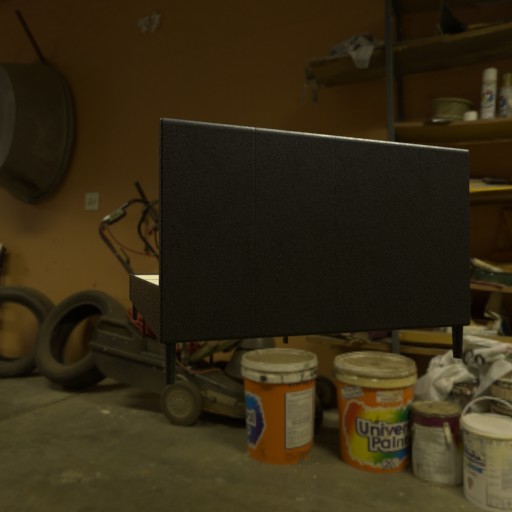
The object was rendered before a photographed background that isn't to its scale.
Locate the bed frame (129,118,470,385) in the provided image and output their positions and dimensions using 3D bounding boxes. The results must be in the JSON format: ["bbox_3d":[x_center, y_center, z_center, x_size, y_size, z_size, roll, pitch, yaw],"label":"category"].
[{"bbox_3d":[0.000,0.000,3.199,1.634,1.127,2.318,0,-1,-19],"label":"bed frame"}]
